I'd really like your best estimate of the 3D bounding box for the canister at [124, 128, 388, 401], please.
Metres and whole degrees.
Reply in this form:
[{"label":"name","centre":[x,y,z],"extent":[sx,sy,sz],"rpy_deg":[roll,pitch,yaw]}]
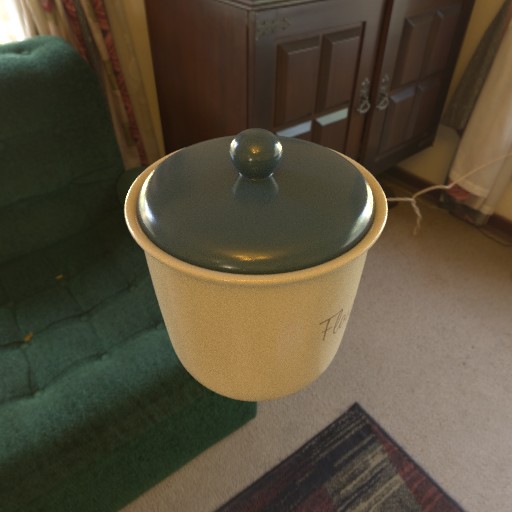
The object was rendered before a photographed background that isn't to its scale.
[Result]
[{"label":"canister","centre":[0.000,0.000,0.351],"extent":[0.182,0.208,0.182],"rpy_deg":[0,40,0]}]
